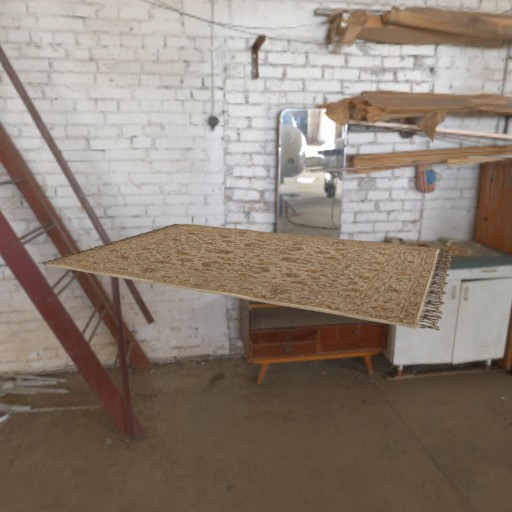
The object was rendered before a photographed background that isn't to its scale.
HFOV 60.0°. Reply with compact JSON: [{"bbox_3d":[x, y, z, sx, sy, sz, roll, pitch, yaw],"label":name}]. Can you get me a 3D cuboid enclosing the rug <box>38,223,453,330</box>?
[{"bbox_3d":[0.000,0.000,3.033,2.434,0.027,1.529,7,17,24],"label":"rug"}]
